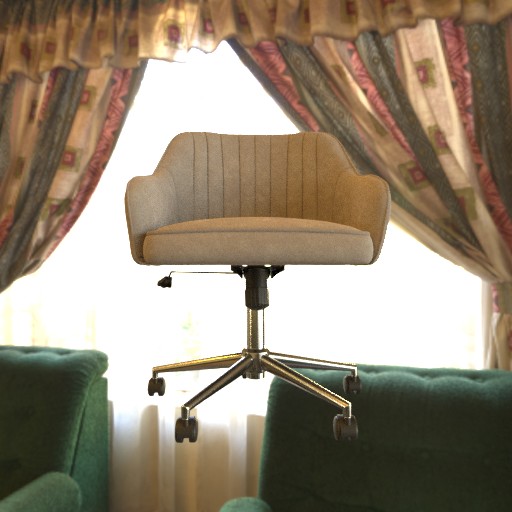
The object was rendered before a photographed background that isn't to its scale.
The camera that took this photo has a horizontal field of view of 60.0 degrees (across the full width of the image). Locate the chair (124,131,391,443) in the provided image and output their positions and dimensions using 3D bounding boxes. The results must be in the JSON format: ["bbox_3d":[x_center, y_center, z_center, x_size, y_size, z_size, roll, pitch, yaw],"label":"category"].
[{"bbox_3d":[0.000,0.000,1.249,0.635,0.831,0.573,0,0,-1],"label":"chair"}]
